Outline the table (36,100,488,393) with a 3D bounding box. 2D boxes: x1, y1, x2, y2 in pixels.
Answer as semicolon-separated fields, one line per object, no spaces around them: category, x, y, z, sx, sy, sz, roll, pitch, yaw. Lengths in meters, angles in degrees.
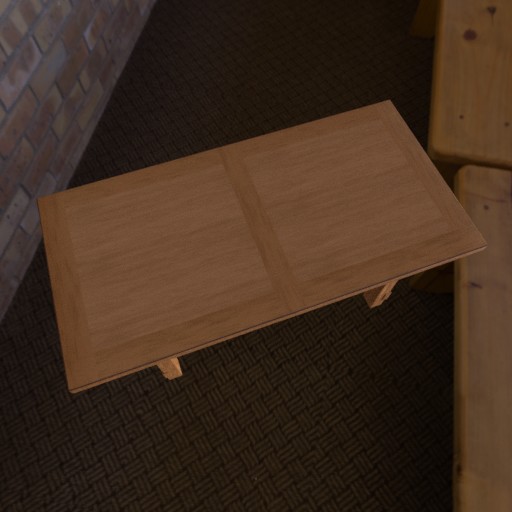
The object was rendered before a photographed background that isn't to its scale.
table;0.000;0.000;2.498;1.982;0.762;1.000;-18;65;-9
